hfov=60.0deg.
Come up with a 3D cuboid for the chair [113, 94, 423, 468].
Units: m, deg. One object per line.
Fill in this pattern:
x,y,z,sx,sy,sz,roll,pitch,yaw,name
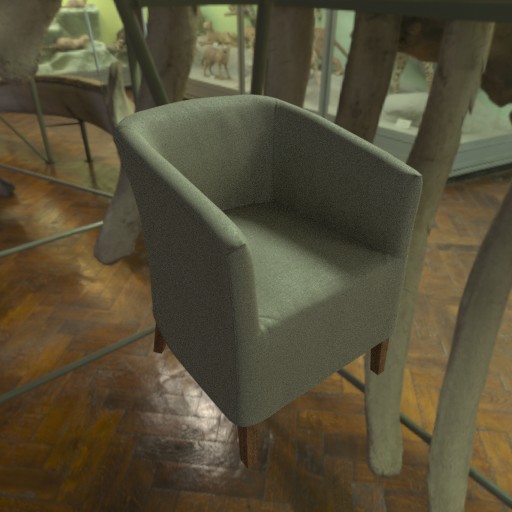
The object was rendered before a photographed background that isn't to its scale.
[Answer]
0.000,0.000,1.293,0.600,0.771,0.668,-22,38,-31,chair
